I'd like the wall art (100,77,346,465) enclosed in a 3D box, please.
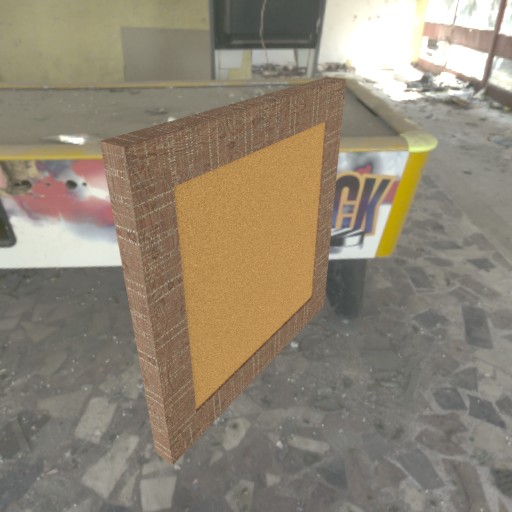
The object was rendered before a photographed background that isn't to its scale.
[{"bbox_3d":[0.000,0.000,0.792,0.040,0.531,0.531,20,36,30],"label":"wall art"}]
